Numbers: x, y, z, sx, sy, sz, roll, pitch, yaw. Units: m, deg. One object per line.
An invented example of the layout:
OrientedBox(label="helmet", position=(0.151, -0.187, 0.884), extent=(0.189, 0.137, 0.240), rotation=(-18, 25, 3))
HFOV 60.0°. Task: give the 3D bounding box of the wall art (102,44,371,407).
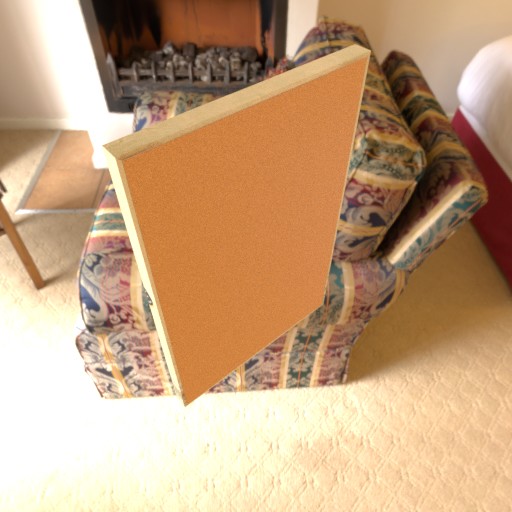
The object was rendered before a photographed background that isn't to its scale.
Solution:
OrientedBox(label="wall art", position=(0.000, 0.000, 0.975), extent=(0.508, 0.764, 0.038), rotation=(-32, 55, -26))
